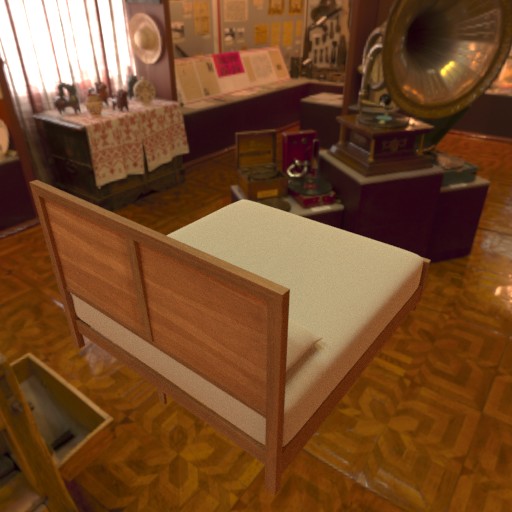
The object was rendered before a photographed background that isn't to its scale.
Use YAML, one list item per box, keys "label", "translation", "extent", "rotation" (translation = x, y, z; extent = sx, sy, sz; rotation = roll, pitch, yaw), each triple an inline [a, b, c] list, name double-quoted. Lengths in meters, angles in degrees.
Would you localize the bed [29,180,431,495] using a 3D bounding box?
- label: "bed"
  translation: [0.000, 0.000, 3.417]
  extent: [2.003, 1.387, 2.184]
  rotation: [22, 37, 32]
